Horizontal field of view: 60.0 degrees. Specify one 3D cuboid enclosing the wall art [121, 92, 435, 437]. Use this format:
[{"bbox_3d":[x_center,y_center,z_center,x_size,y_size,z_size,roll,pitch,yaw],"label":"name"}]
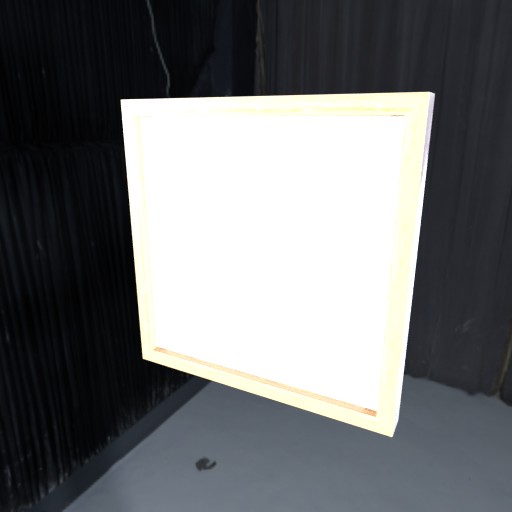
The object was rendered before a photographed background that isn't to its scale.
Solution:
[{"bbox_3d":[0.000,0.000,0.449,0.303,0.303,0.028,9,19,27],"label":"wall art"}]
